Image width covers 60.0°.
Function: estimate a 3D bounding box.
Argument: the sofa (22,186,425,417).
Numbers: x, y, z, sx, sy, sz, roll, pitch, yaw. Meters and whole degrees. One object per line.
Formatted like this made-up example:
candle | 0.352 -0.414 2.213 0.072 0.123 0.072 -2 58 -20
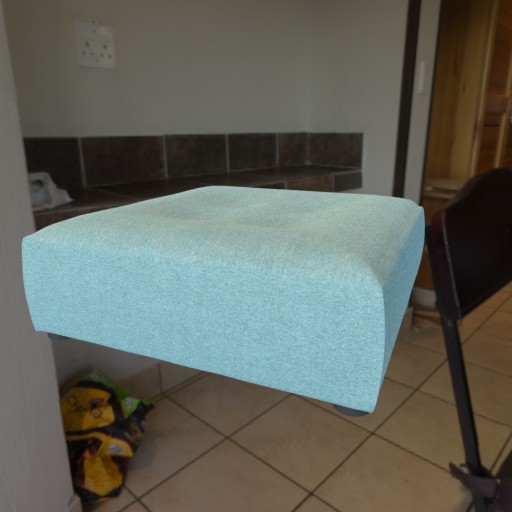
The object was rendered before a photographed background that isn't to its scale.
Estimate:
sofa | 0.000 0.000 1.395 0.930 0.330 0.930 7 18 23
